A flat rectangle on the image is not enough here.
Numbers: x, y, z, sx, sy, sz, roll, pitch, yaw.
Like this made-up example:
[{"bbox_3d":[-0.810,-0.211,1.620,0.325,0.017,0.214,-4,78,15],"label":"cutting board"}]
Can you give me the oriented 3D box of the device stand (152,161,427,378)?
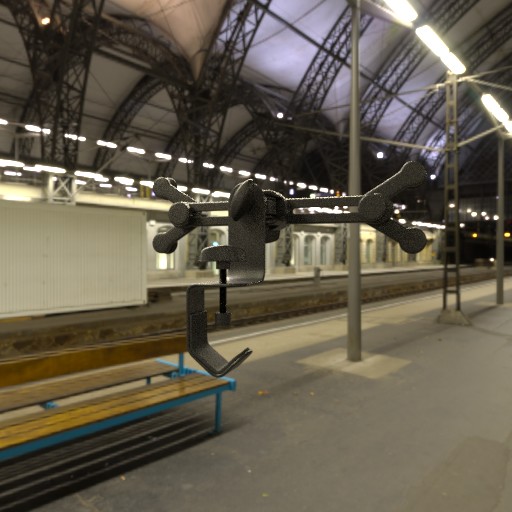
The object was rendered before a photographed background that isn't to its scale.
[{"bbox_3d":[0.000,0.000,0.368,0.270,0.166,0.142,0,0,19],"label":"device stand"}]
